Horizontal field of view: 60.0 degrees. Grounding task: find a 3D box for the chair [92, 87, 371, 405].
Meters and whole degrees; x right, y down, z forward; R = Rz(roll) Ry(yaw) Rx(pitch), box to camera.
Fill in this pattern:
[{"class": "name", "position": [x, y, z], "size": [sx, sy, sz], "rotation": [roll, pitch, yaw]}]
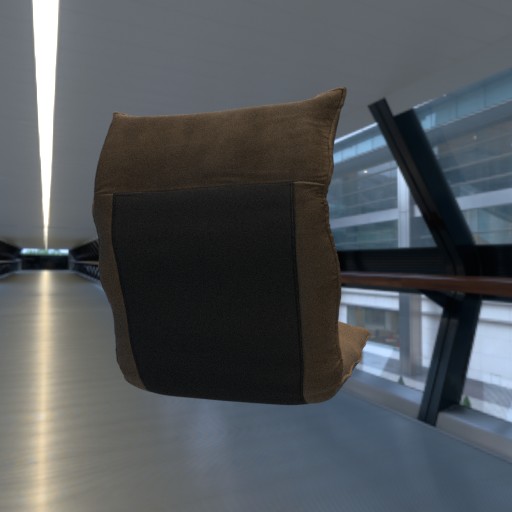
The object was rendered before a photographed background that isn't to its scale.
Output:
[{"class": "chair", "position": [0.000, 0.000, 1.567], "size": [0.714, 0.892, 0.985], "rotation": [-1, -2, 19]}]
